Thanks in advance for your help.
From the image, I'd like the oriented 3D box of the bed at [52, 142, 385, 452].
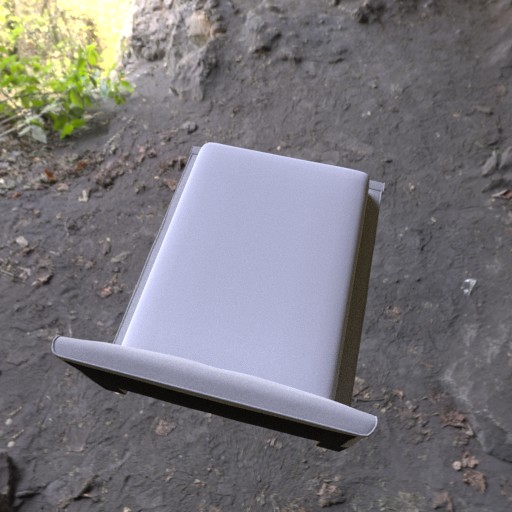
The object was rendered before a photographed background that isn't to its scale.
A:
[{"bbox_3d":[0.000,0.000,3.335,1.840,1.067,2.368,13,63,7],"label":"bed"}]
